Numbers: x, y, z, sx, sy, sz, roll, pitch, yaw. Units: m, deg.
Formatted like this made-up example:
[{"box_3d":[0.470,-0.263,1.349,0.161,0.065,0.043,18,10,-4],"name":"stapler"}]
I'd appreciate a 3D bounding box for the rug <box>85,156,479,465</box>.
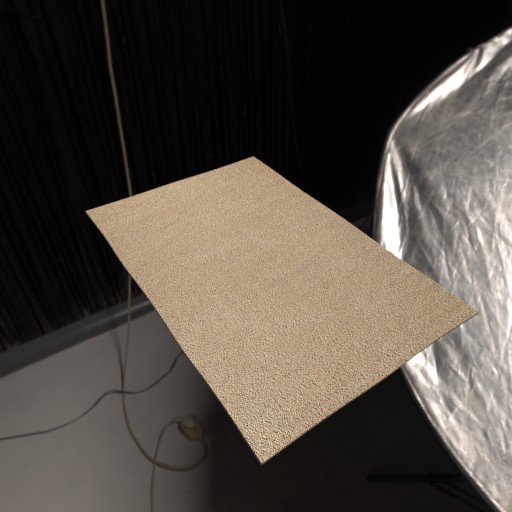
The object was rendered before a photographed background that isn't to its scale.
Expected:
[{"box_3d":[0.000,0.000,3.457,1.800,0.025,2.699,-24,46,-26],"name":"rug"}]
